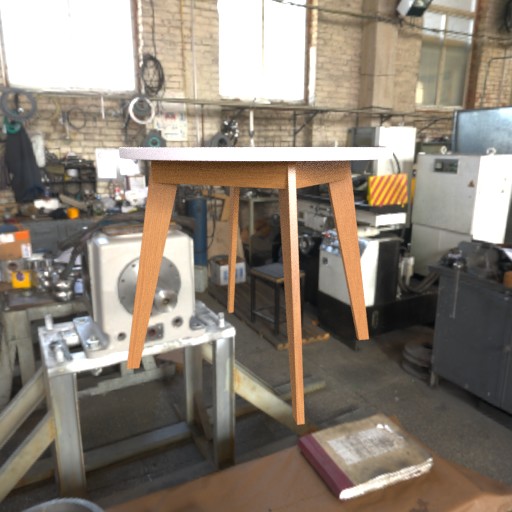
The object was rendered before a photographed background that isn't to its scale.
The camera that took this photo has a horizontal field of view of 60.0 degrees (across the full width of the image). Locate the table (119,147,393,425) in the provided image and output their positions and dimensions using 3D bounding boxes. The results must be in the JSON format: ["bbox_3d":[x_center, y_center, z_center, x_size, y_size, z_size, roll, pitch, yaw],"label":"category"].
[{"bbox_3d":[0.000,0.000,1.602,0.896,0.762,0.896,0,14,0],"label":"table"}]
